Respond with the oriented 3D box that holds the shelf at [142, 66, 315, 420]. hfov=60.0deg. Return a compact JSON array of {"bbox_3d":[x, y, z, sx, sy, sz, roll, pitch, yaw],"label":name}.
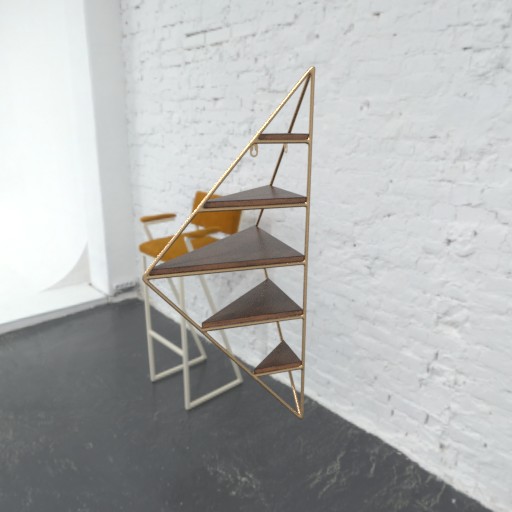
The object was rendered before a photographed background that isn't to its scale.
[{"bbox_3d":[0.000,0.000,1.173,0.294,0.913,0.564,8,18,26],"label":"shelf"}]
